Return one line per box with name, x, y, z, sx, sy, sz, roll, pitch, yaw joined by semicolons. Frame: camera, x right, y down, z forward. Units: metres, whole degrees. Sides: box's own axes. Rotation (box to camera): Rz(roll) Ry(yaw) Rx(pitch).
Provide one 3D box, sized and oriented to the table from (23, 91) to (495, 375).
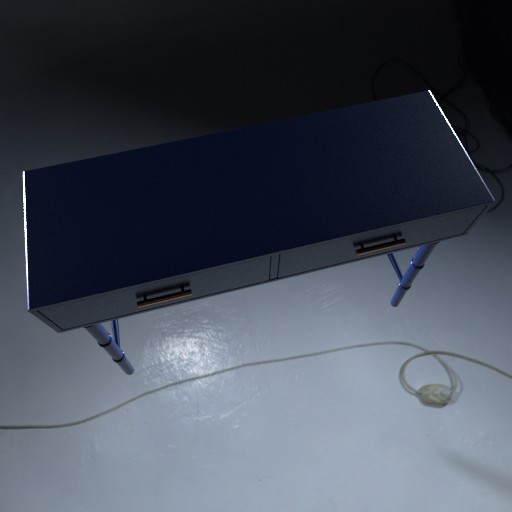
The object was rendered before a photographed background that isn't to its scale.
table;0.000;0.000;1.429;1.118;0.749;0.399;-13;64;-6
